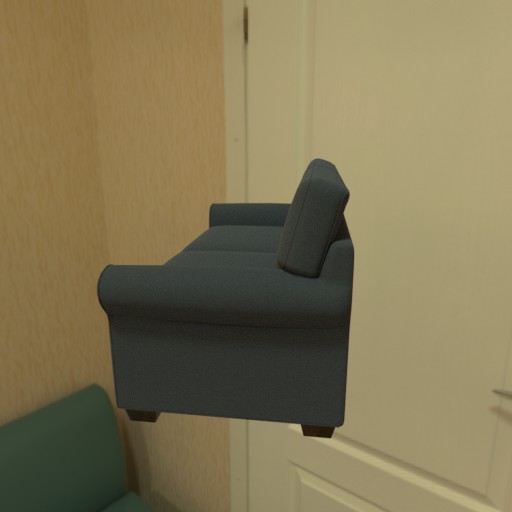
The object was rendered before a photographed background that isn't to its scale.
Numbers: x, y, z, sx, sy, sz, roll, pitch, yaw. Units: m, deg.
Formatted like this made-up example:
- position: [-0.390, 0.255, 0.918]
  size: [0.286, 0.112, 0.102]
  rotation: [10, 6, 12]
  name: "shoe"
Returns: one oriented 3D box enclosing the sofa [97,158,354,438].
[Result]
- position: [0.000, 0.000, 2.510]
  size: [0.940, 1.020, 1.930]
  rotation: [2, 15, 8]
  name: "sofa"
